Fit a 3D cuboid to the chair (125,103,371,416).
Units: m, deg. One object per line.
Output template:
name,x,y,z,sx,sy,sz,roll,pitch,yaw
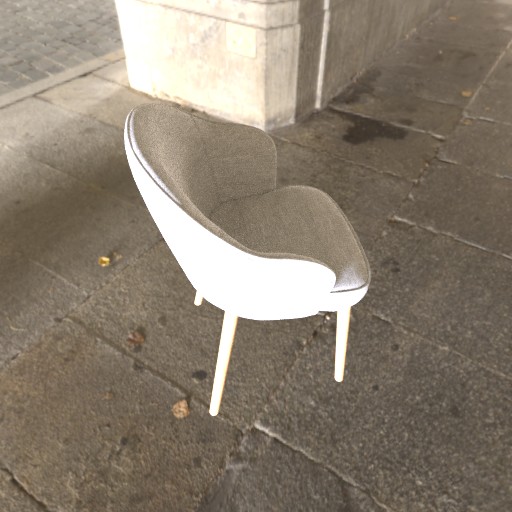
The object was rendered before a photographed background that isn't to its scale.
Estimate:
chair,0.000,0.000,1.178,0.530,0.800,0.540,-8,45,-8
